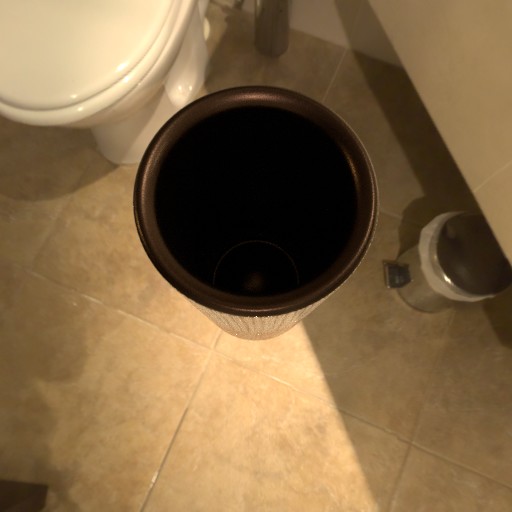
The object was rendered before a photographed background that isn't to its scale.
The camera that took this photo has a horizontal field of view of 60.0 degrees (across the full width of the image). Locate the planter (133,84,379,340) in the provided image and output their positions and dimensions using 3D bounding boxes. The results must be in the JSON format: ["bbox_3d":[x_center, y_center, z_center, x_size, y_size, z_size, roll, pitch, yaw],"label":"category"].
[{"bbox_3d":[0.000,0.000,0.288,0.100,0.227,0.100,-13,77,-3],"label":"planter"}]
